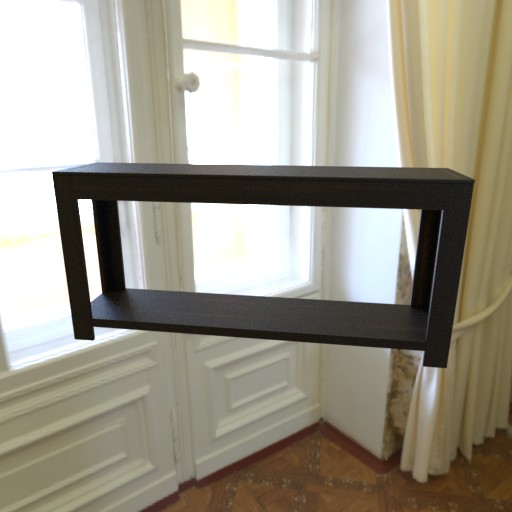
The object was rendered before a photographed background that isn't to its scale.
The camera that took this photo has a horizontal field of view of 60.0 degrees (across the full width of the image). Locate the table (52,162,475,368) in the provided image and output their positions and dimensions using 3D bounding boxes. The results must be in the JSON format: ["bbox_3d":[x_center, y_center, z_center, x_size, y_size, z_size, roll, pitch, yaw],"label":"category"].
[{"bbox_3d":[0.000,0.000,1.979,1.631,0.762,0.384,3,18,8],"label":"table"}]
